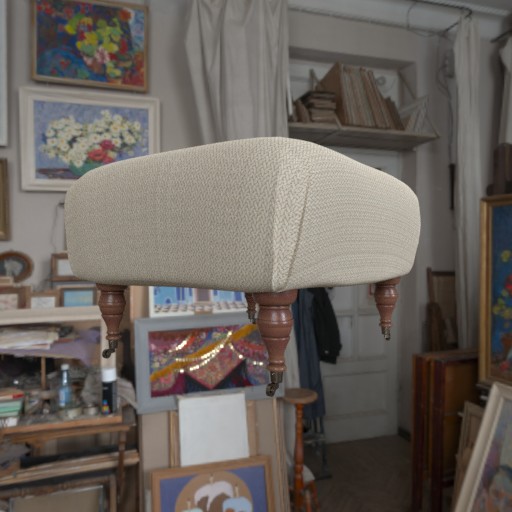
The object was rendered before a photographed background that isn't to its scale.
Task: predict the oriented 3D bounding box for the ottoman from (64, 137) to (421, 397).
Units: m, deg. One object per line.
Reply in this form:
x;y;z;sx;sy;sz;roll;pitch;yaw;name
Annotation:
0.000;0.000;1.069;0.622;0.447;0.684;1;1;36;ottoman
